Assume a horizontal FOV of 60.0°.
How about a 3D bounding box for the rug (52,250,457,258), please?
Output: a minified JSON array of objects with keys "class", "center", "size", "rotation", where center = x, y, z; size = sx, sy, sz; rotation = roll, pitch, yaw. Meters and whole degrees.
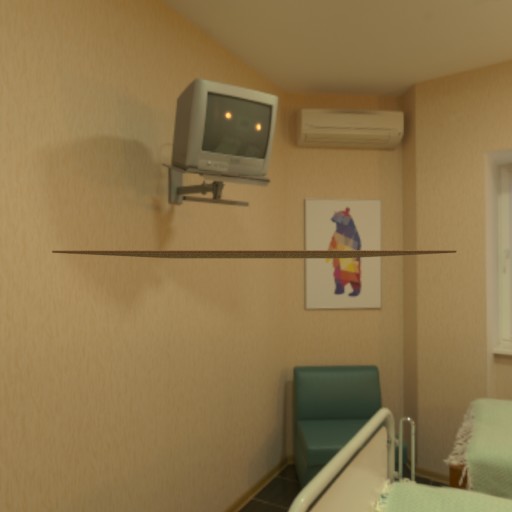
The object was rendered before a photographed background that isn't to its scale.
[{"class":"rug","center":[0.000,0.000,2.245],"size":[1.219,0.008,1.829],"rotation":[0,-1,1]}]
